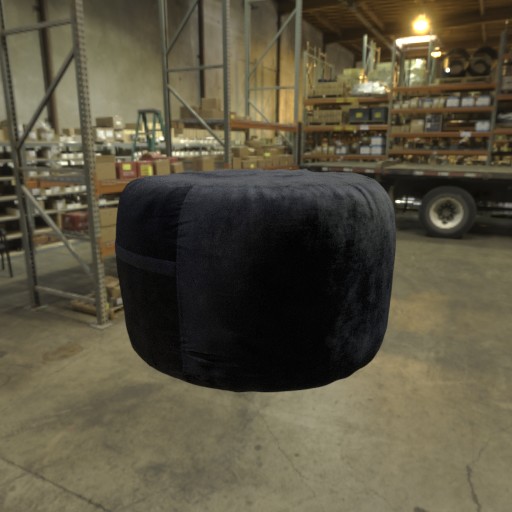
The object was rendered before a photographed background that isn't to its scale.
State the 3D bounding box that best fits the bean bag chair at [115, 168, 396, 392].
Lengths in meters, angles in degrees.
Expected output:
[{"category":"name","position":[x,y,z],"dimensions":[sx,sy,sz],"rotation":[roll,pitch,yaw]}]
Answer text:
[{"category":"bean bag chair","position":[0.000,0.000,2.040],"dimensions":[1.219,0.762,1.219],"rotation":[0,14,0]}]
